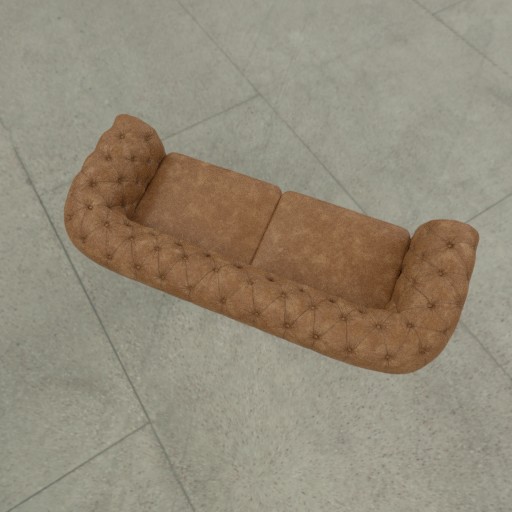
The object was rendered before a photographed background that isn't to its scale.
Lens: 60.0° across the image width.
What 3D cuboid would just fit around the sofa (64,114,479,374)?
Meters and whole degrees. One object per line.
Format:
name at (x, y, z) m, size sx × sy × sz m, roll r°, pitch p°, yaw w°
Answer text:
sofa at (0.000, 0.000, 2.748) m, size 2.365 × 0.760 × 0.989 m, roll 20°, pitch 65°, yaw 10°
